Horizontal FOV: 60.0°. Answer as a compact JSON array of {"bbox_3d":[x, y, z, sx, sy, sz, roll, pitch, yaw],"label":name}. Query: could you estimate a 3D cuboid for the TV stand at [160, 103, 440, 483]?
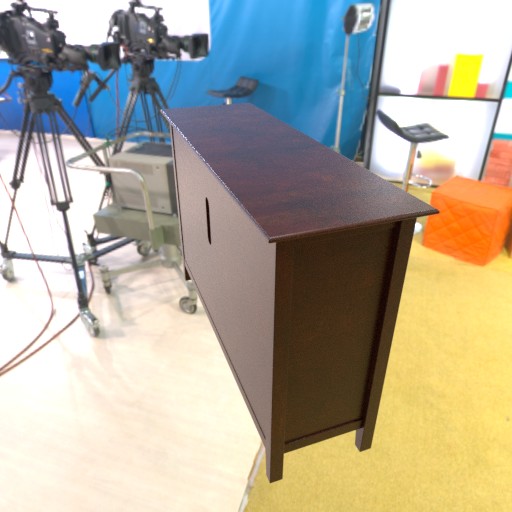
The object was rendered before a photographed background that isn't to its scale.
[{"bbox_3d":[0.000,0.000,1.787,0.445,0.915,1.372,-10,32,-17],"label":"TV stand"}]
